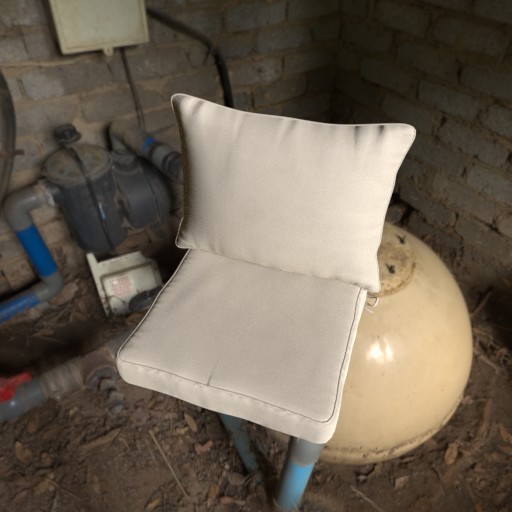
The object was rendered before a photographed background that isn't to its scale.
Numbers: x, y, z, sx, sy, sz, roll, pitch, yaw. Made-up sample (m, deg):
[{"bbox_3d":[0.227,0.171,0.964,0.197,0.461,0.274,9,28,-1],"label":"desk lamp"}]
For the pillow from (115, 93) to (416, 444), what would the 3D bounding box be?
[{"bbox_3d":[0.000,0.000,1.367,0.798,0.716,0.733,13,43,14],"label":"pillow"}]
